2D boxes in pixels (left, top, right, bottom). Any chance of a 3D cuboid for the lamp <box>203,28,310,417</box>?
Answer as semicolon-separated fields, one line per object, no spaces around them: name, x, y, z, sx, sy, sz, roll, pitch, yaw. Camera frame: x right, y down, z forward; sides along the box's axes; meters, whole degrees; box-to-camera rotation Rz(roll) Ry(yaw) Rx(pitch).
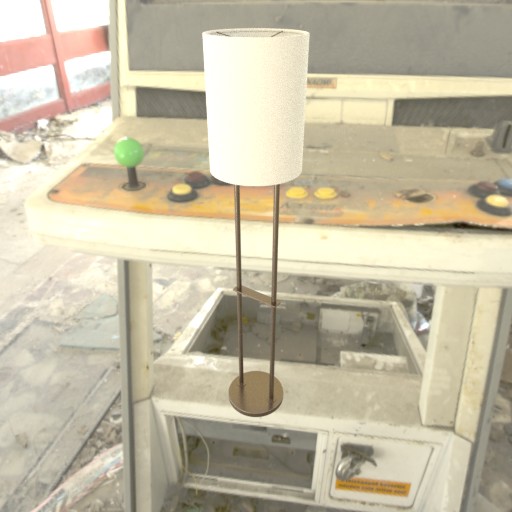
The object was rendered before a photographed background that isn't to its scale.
lamp;0.000;0.000;1.660;0.306;1.500;0.305;20;36;29
